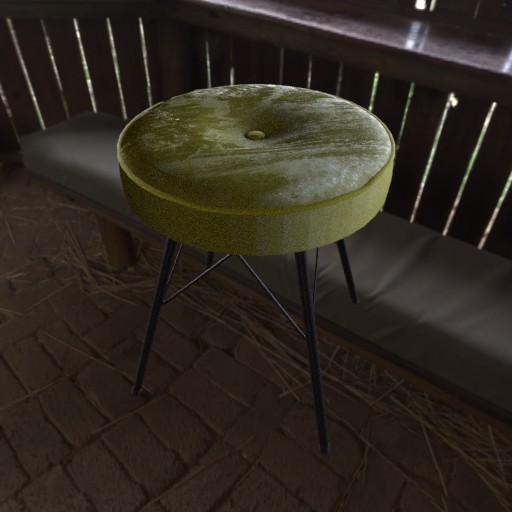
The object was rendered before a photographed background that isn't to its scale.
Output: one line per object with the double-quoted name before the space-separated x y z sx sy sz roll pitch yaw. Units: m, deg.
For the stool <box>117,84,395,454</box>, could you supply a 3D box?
"stool" 0.000 0.000 0.817 0.409 0.508 0.409 12 42 13
